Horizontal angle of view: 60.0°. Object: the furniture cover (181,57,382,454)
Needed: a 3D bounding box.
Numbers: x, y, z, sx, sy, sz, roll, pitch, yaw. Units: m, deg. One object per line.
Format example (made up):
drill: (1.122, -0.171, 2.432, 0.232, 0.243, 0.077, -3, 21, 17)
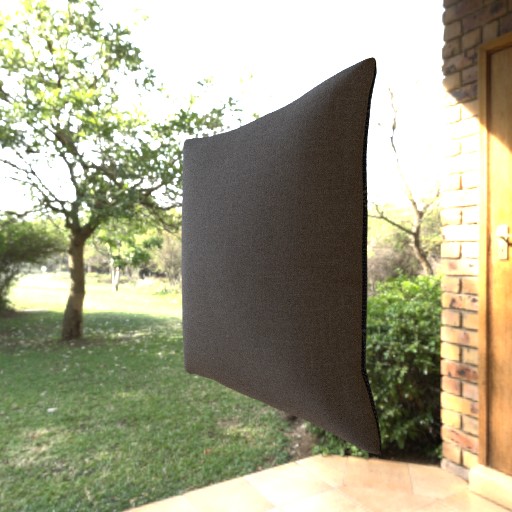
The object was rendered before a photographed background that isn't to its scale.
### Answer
furniture cover: (0.000, 0.000, 0.760, 0.162, 0.503, 0.511, 0, 0, -37)
